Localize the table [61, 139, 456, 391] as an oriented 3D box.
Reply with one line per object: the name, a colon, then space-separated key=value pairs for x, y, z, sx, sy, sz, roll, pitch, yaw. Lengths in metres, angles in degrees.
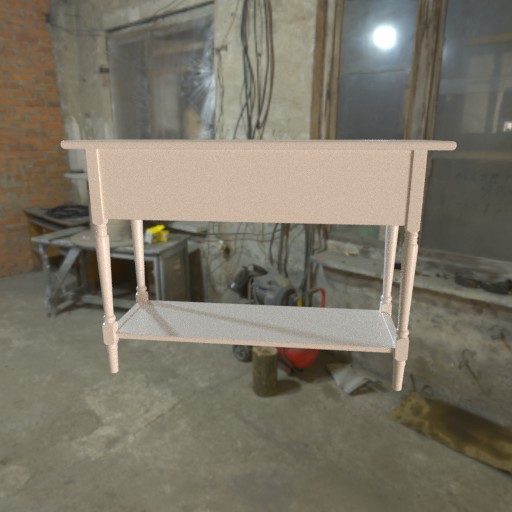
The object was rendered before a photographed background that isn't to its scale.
table: x=0.000 y=0.000 z=1.612 sx=1.191 sy=0.814 sz=0.386 roll=2 pitch=15 yaw=6
